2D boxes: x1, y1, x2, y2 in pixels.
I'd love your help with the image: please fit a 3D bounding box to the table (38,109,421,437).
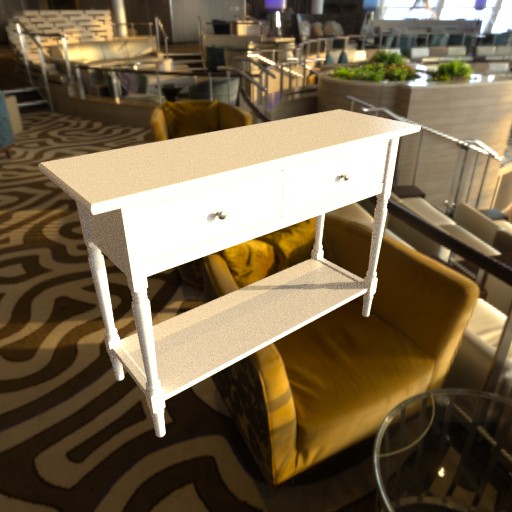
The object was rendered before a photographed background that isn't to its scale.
[{"bbox_3d":[0.000,0.000,1.574,1.191,0.814,0.386,-21,35,-33],"label":"table"}]
